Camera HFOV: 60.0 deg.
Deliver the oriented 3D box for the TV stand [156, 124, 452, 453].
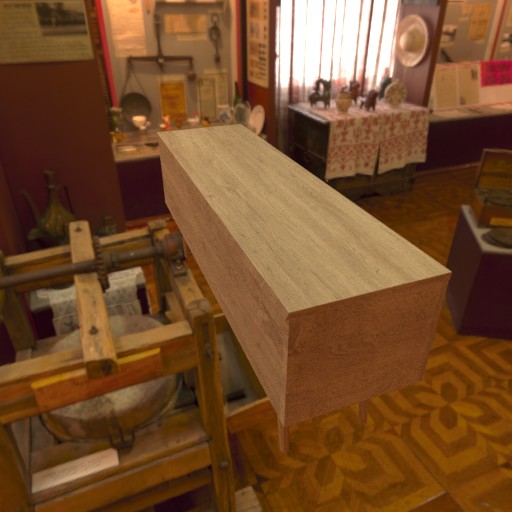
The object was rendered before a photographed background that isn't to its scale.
[{"bbox_3d":[0.000,0.000,1.536,0.401,0.565,1.313,-11,32,-18],"label":"TV stand"}]
